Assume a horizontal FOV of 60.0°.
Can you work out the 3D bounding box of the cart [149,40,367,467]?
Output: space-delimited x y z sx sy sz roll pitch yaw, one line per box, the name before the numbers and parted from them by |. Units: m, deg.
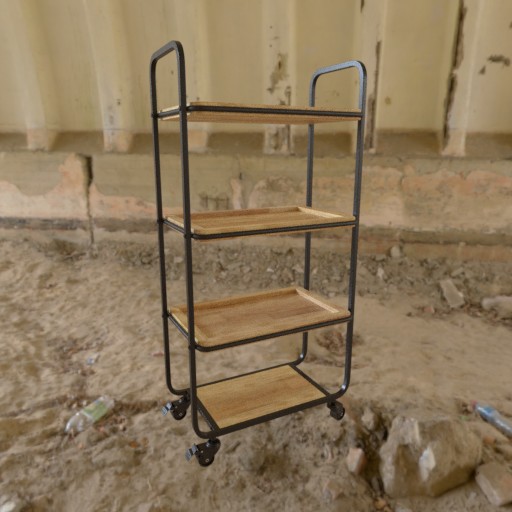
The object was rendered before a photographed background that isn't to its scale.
cart | 0.000 0.000 1.296 0.545 1.080 0.321 -7 15 -26
